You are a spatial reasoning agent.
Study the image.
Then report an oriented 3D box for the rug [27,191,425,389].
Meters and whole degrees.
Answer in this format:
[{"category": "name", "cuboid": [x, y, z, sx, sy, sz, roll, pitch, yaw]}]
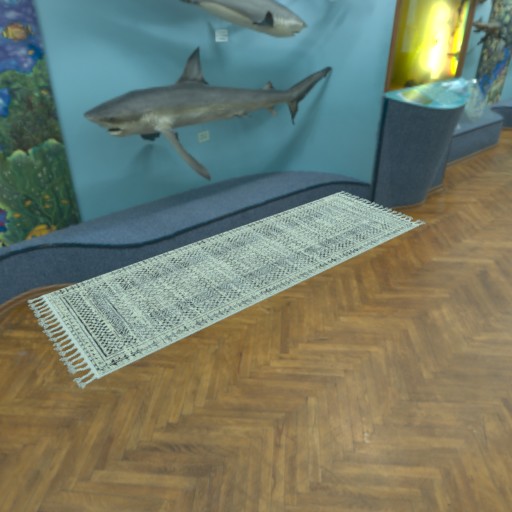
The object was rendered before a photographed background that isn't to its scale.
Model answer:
[{"category": "rug", "cuboid": [0.000, 0.000, 2.724, 2.480, 0.013, 0.786, -22, 37, -33]}]
